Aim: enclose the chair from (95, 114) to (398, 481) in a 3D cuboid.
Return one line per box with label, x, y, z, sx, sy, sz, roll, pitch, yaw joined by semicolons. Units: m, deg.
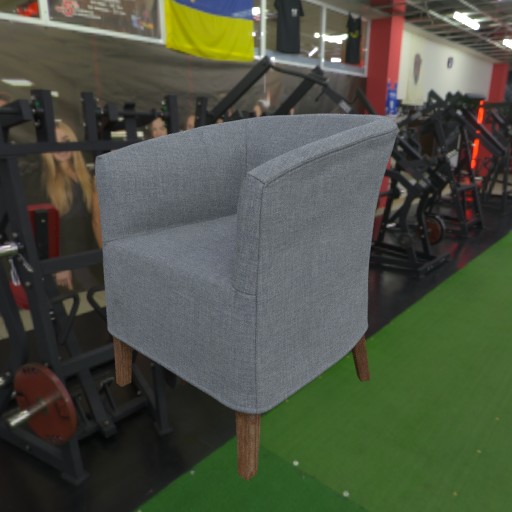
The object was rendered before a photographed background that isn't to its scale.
chair;0.000;0.000;1.254;0.600;0.771;0.668;16;23;41
